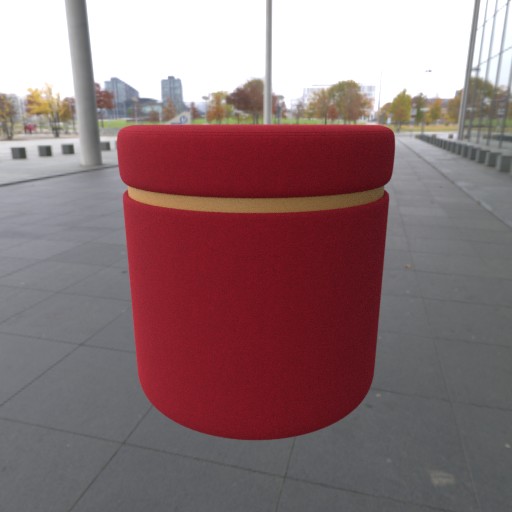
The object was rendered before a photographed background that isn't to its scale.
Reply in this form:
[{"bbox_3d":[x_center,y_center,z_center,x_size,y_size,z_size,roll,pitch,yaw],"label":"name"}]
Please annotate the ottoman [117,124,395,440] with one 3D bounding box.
[{"bbox_3d":[0.000,0.000,0.714,0.400,0.406,0.400,0,17,0],"label":"ottoman"}]
